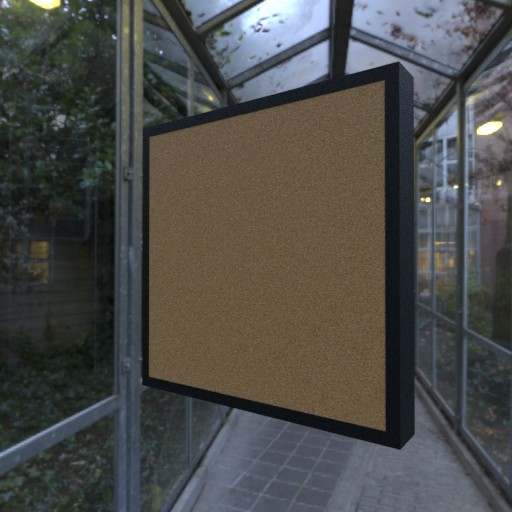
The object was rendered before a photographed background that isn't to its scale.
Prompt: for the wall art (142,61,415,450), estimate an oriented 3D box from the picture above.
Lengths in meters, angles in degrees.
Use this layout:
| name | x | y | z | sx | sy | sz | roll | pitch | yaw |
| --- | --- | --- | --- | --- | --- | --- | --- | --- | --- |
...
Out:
| name | x | y | z | sx | sy | sz | roll | pitch | yaw |
| --- | --- | --- | --- | --- | --- | --- | --- | --- | --- |
| wall art | 0.000 | 0.000 | 0.451 | 0.305 | 0.304 | 0.038 | 0 | -1 | 36 |
